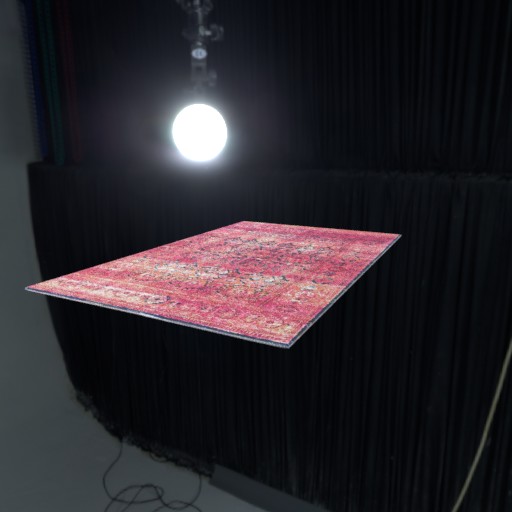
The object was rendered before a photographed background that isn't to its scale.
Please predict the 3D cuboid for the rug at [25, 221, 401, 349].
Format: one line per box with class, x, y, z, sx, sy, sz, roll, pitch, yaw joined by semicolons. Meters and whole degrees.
rug;0.000;0.000;3.078;1.539;0.018;2.449;7;16;26
